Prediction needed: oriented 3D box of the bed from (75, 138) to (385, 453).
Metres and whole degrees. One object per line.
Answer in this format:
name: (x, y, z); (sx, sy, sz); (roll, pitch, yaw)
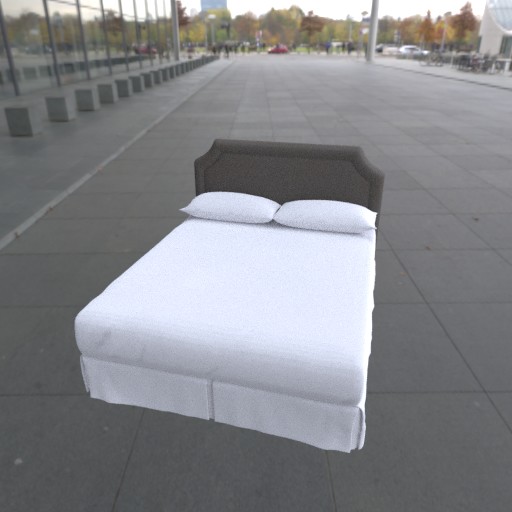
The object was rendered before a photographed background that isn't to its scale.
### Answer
bed: (0.000, 0.000, 3.982); (2.194, 1.561, 2.536); (7, 26, 14)
